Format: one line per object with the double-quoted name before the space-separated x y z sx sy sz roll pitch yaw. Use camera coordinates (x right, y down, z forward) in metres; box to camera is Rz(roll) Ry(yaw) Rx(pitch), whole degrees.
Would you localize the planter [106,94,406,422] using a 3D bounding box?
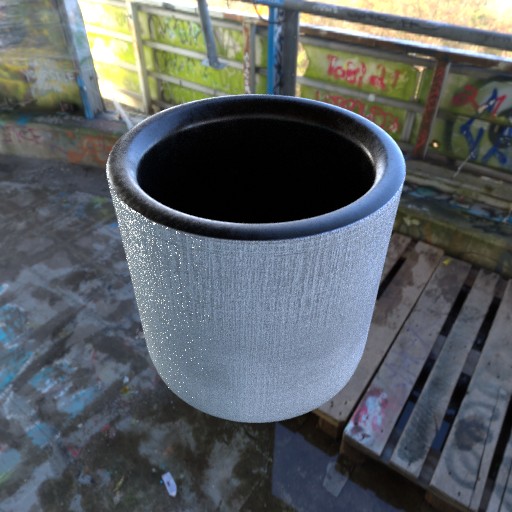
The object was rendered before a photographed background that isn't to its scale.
"planter" 0.000 0.000 0.289 0.160 0.156 0.160 0 41 0
